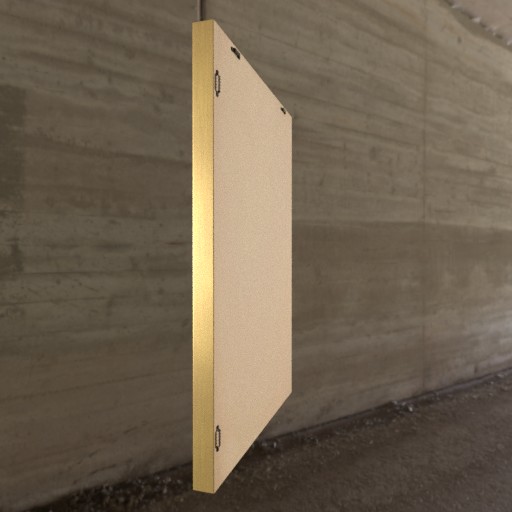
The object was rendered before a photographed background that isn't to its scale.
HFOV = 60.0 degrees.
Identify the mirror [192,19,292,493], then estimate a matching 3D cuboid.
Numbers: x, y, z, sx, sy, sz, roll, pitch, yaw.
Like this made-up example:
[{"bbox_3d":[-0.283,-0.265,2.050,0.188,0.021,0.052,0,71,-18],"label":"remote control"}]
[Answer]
[{"bbox_3d":[0.000,0.000,0.909,0.040,0.710,0.507,0,1,18],"label":"mirror"}]
